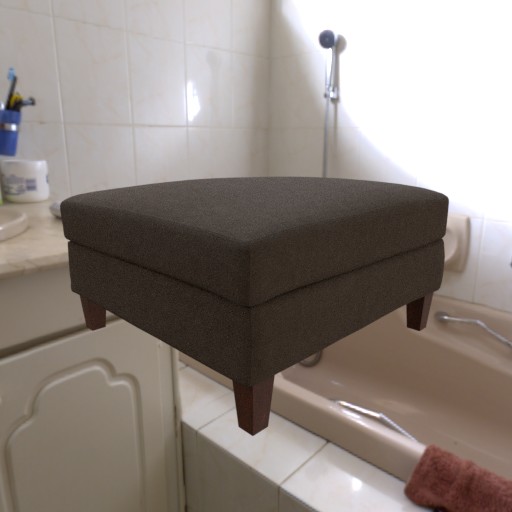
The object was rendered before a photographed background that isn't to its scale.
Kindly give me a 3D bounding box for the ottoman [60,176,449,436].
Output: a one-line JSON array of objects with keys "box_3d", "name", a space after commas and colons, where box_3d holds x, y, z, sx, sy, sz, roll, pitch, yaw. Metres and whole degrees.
[{"box_3d": [0.000, 0.000, 1.398, 0.881, 0.482, 0.861, -14, 20, -43], "name": "ottoman"}]
